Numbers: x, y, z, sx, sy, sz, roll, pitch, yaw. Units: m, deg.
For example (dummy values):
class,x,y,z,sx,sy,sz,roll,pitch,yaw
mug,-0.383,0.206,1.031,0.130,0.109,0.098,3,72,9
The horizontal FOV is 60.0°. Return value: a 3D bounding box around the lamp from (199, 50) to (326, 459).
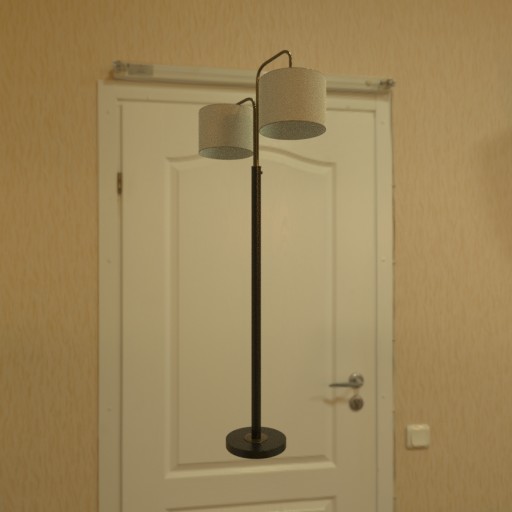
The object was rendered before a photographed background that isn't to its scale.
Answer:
class,x,y,z,sx,sy,sz,roll,pitch,yaw
lamp,0.000,0.000,1.860,0.254,1.587,0.711,0,0,-37
